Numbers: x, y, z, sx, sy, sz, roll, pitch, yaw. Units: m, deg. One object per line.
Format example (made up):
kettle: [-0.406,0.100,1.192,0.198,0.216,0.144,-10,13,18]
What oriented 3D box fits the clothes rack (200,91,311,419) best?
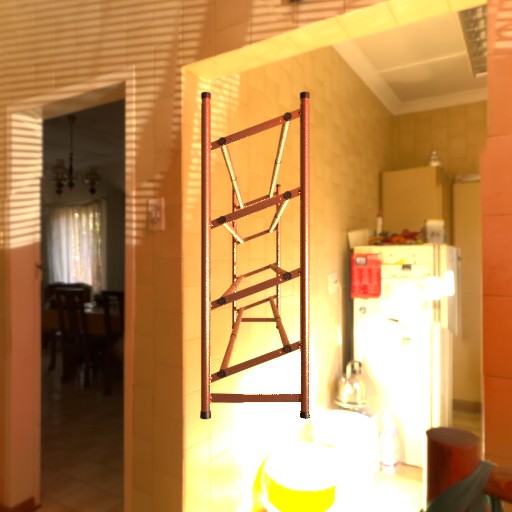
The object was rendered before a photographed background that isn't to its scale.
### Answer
clothes rack: [0.000,0.000,1.488,0.229,0.672,1.168,0,0,0]
